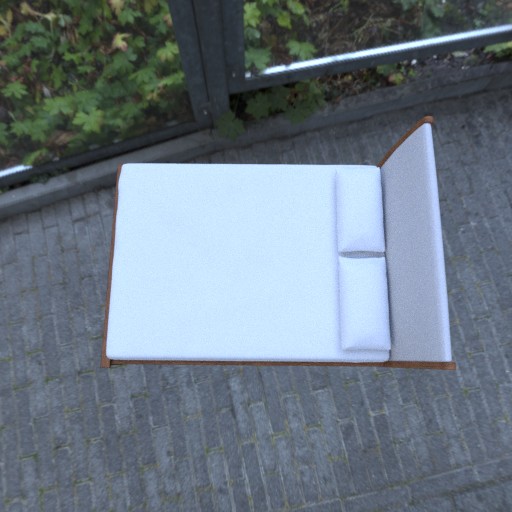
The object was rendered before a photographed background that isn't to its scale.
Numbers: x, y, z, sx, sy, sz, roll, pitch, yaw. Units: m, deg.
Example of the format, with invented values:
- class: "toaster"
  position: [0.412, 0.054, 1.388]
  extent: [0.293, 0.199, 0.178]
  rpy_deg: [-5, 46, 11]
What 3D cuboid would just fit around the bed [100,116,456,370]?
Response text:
- class: "bed"
  position: [0.000, 0.000, 3.002]
  extent: [2.108, 1.135, 1.502]
  rpy_deg: [1, 77, 0]
